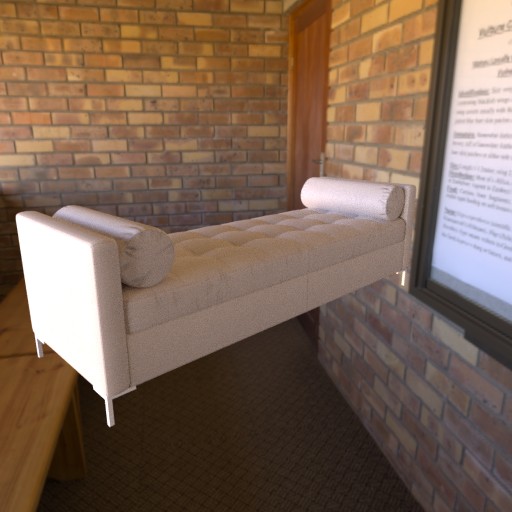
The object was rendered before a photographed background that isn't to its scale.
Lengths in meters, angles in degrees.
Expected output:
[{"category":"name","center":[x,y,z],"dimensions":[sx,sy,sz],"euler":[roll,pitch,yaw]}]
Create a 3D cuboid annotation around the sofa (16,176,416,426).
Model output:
[{"category":"sofa","center":[0.000,0.000,2.246],"dimensions":[1.981,0.635,0.686],"euler":[-15,22,-42]}]
